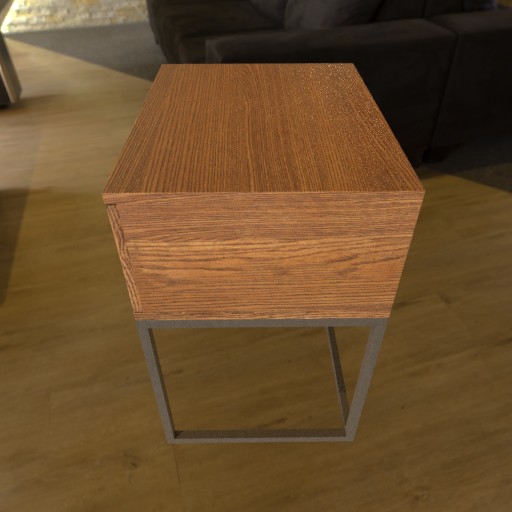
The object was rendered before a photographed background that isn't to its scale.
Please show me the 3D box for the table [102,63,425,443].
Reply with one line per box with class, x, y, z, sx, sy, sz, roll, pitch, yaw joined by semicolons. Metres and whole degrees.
table;0.000;0.000;0.908;0.400;0.610;0.482;0;40;-1
